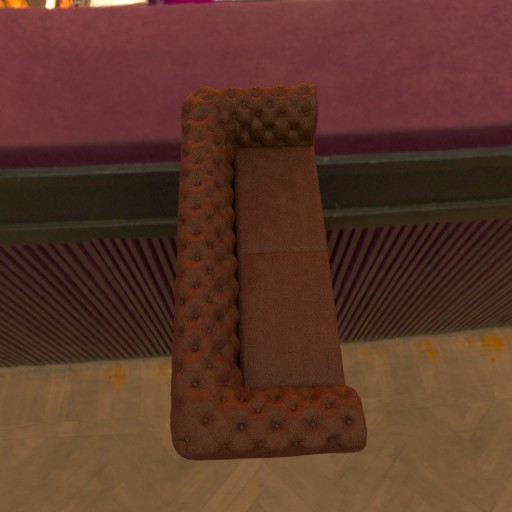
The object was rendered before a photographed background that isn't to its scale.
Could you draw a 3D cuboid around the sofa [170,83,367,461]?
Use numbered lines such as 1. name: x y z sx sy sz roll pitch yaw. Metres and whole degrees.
1. sofa: 0.000 0.000 2.850 0.944 0.783 2.385 -2 63 -1
